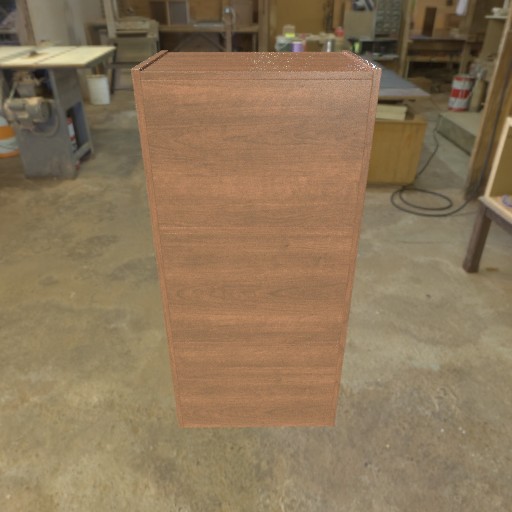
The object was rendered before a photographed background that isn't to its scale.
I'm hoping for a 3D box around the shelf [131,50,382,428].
[{"bbox_3d":[0.000,0.000,1.072,0.414,0.879,0.290,0,30,-1],"label":"shelf"}]
